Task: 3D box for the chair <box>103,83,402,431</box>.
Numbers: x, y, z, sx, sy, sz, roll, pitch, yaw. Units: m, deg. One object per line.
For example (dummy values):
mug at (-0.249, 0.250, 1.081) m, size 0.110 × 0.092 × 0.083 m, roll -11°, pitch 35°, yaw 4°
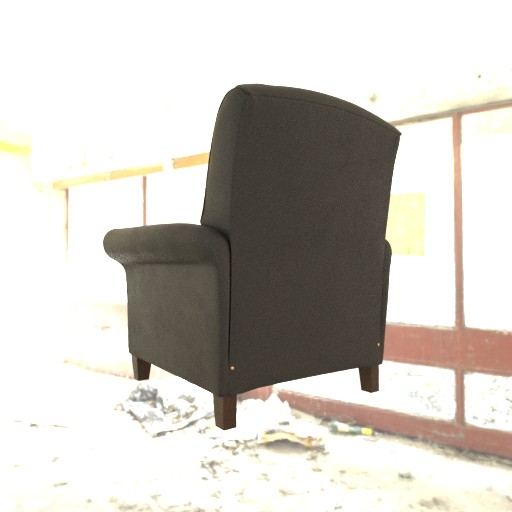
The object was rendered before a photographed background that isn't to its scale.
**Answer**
chair at (0.000, 0.000, 1.806) m, size 0.978 × 1.061 × 0.902 m, roll 1°, pitch -1°, yaw -36°
